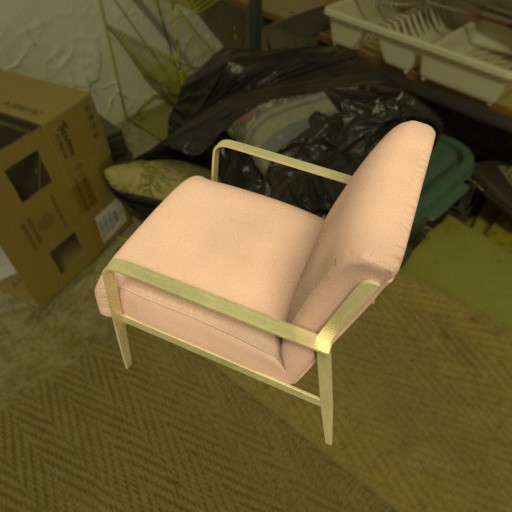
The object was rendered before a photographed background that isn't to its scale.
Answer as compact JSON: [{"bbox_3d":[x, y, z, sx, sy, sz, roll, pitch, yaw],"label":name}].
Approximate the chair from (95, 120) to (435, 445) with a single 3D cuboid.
[{"bbox_3d":[0.000,0.000,1.438,0.848,0.823,0.701,17,48,16],"label":"chair"}]
